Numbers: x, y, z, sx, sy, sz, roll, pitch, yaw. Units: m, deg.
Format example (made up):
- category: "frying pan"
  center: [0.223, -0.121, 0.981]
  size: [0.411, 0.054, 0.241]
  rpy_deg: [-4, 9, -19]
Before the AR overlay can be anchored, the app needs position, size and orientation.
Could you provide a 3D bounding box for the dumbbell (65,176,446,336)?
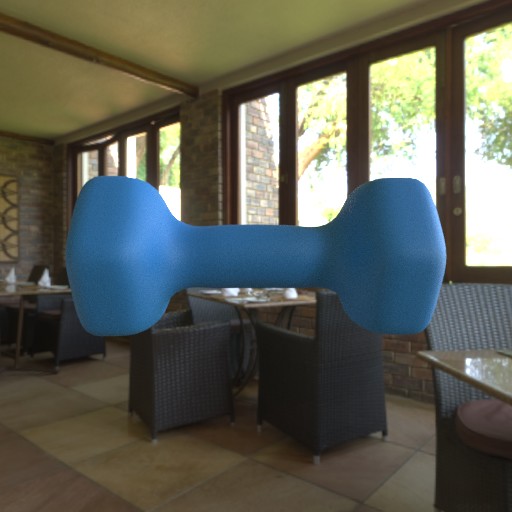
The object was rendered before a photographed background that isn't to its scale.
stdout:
- category: "dumbbell"
  center: [0.000, 0.000, 0.196]
  size: [0.152, 0.066, 0.074]
  rpy_deg: [0, 0, -1]
